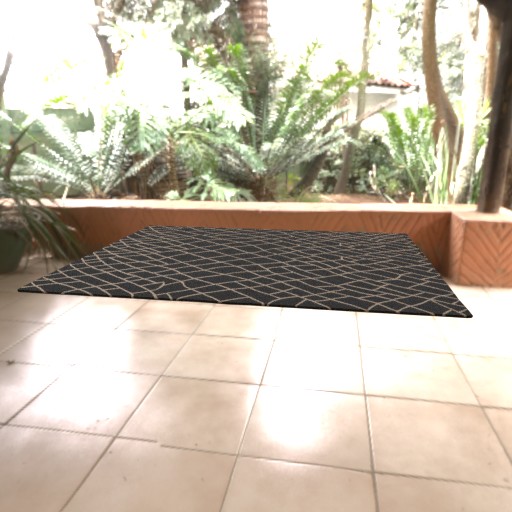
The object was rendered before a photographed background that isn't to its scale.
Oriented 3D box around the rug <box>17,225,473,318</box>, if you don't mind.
[{"bbox_3d":[0.000,0.000,4.054,3.047,0.022,2.439,2,15,9],"label":"rug"}]
